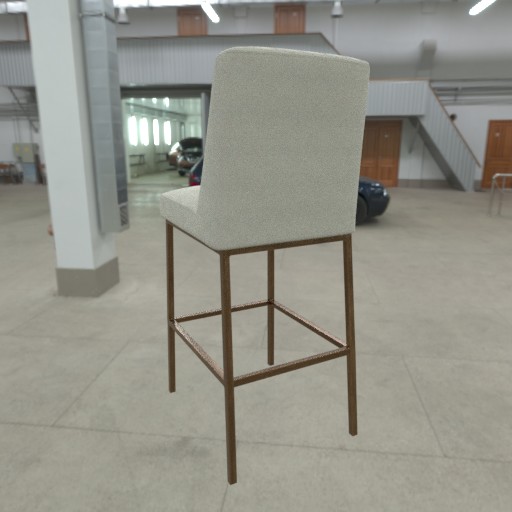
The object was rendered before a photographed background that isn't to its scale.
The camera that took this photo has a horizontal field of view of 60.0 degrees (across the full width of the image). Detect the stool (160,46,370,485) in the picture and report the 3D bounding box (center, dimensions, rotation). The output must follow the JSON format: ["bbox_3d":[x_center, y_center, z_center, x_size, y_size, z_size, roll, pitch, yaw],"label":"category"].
[{"bbox_3d":[0.000,0.000,1.365,0.462,1.084,0.546,-8,16,-28],"label":"stool"}]
